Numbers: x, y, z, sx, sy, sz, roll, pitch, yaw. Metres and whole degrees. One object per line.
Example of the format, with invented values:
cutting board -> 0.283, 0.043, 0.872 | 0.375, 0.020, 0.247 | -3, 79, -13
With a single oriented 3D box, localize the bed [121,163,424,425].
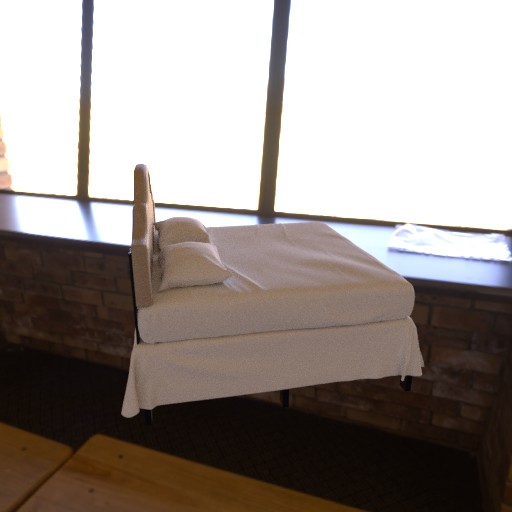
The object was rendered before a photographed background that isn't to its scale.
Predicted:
bed -> 0.000, 0.000, 3.900 | 2.222, 1.631, 2.303 | -4, 19, -11
